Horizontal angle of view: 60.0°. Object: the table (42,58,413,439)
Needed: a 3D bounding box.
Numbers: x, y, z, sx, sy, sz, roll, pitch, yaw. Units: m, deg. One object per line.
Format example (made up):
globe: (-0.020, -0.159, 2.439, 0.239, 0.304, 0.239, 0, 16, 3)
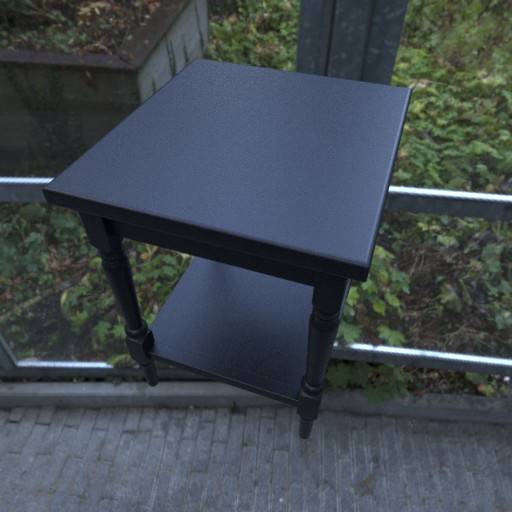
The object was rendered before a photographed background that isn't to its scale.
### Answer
table: (0.000, 0.000, 0.904, 0.442, 0.565, 0.488, 14, 46, 14)
